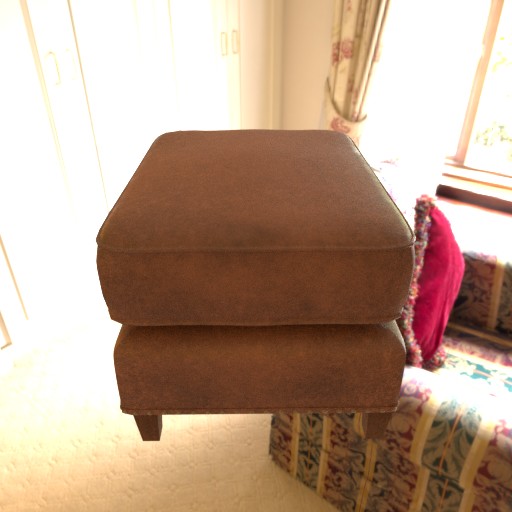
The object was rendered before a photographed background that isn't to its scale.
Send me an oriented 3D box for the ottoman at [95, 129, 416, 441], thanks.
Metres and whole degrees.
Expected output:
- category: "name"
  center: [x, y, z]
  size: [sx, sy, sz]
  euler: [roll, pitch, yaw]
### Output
- category: "ottoman"
  center: [0.000, 0.000, 1.139]
  size: [0.589, 0.537, 0.738]
  euler: [0, 31, -1]
